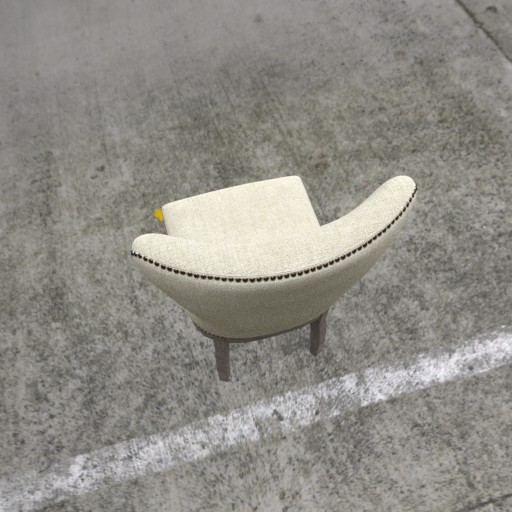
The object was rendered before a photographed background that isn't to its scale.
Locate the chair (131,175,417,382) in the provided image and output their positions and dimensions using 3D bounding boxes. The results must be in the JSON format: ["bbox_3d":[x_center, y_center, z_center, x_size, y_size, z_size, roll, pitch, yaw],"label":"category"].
[{"bbox_3d":[0.000,0.000,1.461,0.654,1.002,0.681,-14,60,-8],"label":"chair"}]
